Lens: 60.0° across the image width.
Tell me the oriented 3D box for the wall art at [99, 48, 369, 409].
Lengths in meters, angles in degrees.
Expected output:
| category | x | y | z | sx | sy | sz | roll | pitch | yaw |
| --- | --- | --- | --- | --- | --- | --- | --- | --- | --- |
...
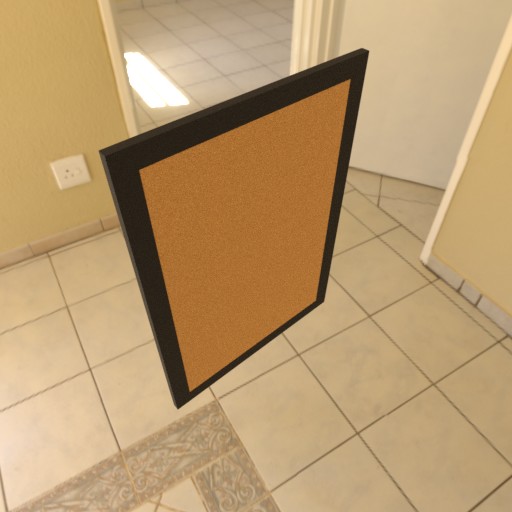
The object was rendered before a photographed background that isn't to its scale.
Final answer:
| category | x | y | z | sx | sy | sz | roll | pitch | yaw |
| --- | --- | --- | --- | --- | --- | --- | --- | --- | --- |
| wall art | 0.000 | 0.000 | 0.693 | 0.380 | 0.534 | 0.013 | -31 | 54 | -27 |
